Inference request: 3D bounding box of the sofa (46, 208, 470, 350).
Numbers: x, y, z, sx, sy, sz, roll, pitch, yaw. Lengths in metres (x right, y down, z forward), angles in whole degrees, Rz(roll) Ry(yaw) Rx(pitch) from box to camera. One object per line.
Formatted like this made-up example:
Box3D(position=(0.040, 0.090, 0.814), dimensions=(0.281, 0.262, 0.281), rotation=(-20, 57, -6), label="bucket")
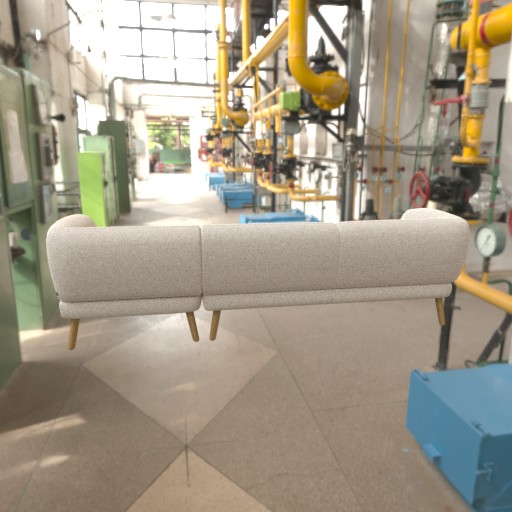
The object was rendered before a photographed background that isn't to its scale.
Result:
Box3D(position=(0.000, 0.000, 3.363), dimensions=(2.660, 0.730, 1.610), rotation=(-2, 13, -9), label="sofa")
